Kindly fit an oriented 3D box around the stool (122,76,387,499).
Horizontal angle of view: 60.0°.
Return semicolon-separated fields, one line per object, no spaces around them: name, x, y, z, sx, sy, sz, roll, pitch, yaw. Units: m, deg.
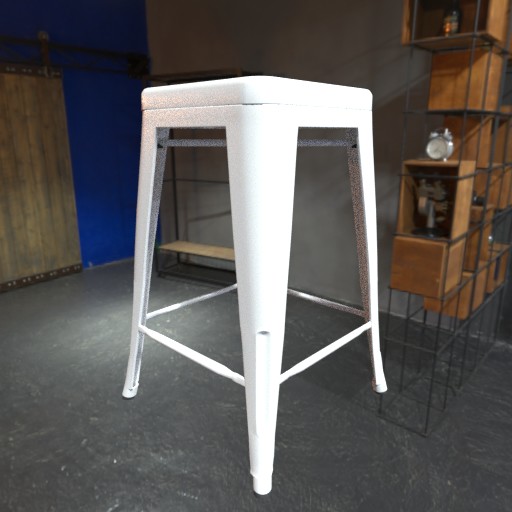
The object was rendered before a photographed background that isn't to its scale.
stool;0.000;0.000;0.862;0.406;0.610;0.406;14;21;41
